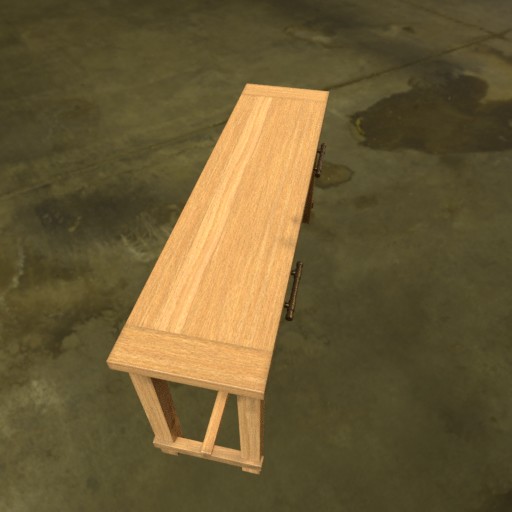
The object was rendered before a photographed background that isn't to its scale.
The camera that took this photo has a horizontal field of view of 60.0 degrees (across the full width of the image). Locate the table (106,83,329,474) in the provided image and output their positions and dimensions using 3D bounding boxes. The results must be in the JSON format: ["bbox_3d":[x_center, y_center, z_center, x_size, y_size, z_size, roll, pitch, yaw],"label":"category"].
[{"bbox_3d":[0.000,0.000,1.913,0.442,0.762,1.599,9,47,8],"label":"table"}]
